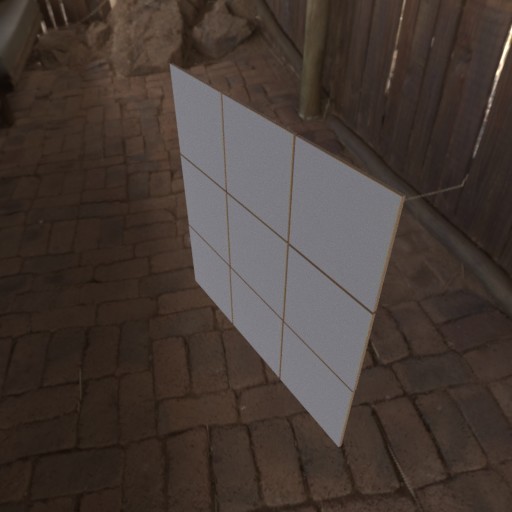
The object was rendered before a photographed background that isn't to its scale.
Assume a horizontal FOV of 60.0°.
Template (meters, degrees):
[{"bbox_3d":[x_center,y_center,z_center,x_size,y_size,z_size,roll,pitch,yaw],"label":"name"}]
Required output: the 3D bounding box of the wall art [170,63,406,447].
[{"bbox_3d":[0.000,0.000,2.277,0.017,1.521,1.527,-24,46,-26],"label":"wall art"}]
